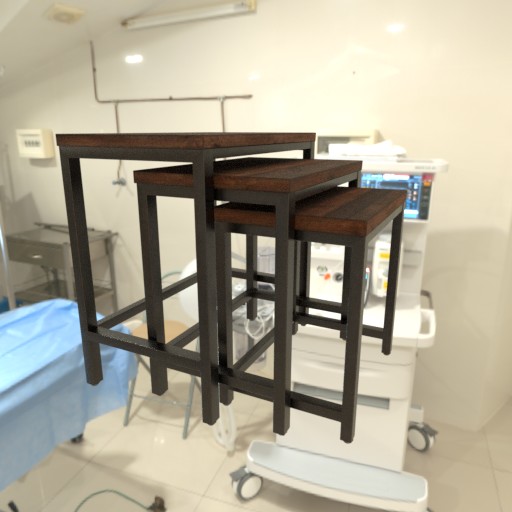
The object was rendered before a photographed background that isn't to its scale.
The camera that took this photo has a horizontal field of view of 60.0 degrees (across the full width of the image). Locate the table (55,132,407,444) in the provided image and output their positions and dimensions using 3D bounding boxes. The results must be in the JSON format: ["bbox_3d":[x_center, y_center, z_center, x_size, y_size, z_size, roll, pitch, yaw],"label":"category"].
[{"bbox_3d":[0.000,0.000,1.154,0.660,0.616,0.608,8,18,26],"label":"table"}]
